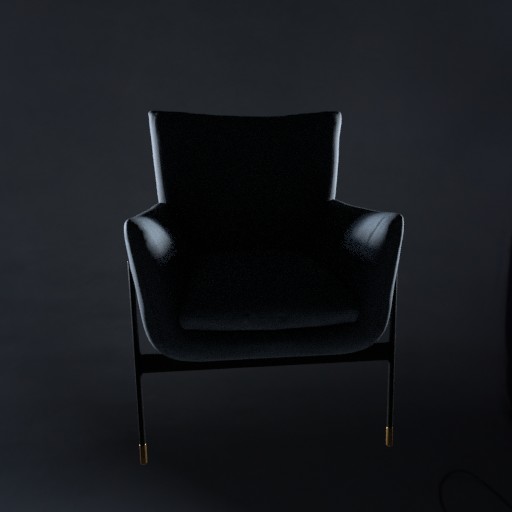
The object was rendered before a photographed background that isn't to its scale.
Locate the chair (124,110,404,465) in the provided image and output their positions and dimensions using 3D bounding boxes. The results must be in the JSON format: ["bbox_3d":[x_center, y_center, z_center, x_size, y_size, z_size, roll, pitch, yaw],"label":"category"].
[{"bbox_3d":[0.000,0.000,1.338,0.678,0.858,0.709,-2,16,-6],"label":"chair"}]
